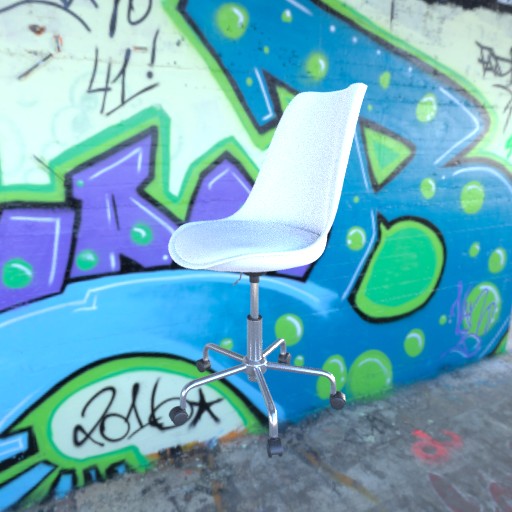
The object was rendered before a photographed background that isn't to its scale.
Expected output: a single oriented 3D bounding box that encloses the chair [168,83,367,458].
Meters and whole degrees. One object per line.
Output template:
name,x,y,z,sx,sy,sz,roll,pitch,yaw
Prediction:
chair,0.000,0.000,1.271,0.550,0.930,0.550,-7,16,-26
